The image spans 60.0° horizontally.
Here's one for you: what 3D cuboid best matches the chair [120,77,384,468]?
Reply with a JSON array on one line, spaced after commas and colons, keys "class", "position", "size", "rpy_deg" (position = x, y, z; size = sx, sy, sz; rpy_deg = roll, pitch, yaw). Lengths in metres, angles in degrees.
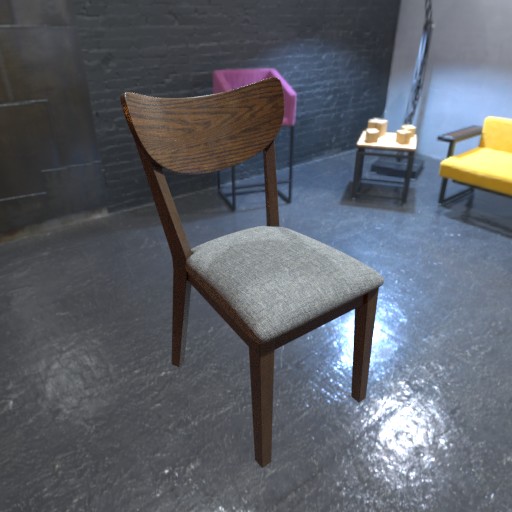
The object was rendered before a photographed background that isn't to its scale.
[{"class": "chair", "position": [0.000, 0.000, 1.228], "size": [0.491, 0.849, 0.583], "rpy_deg": [-20, 35, -31]}]
